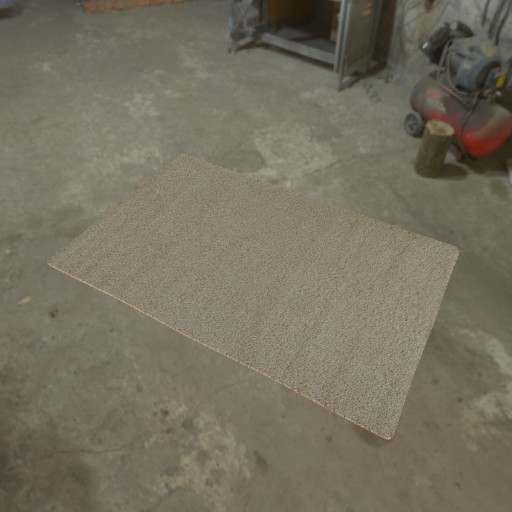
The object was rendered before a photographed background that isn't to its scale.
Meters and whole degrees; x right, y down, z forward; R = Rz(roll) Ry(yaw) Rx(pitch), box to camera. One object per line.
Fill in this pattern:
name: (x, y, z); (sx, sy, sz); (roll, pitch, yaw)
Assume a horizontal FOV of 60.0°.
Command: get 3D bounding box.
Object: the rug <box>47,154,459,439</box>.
rug: (0.000, 0.000, 2.973); (2.349, 0.026, 1.500); (22, 50, 20)
